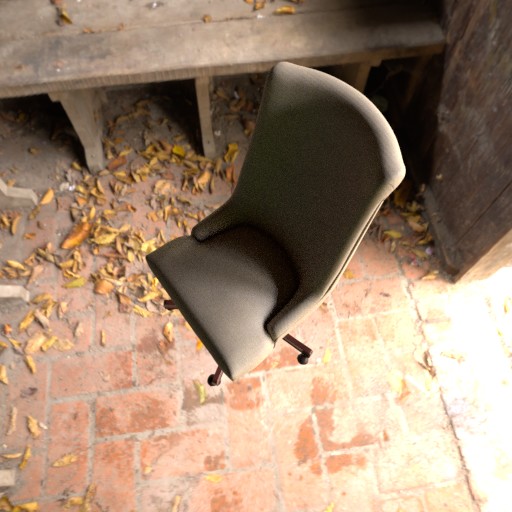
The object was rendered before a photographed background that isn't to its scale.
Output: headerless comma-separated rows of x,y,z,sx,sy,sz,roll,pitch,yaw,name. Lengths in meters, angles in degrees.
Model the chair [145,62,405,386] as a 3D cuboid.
0.000,0.000,1.459,0.696,1.010,0.645,-34,69,-15,chair
